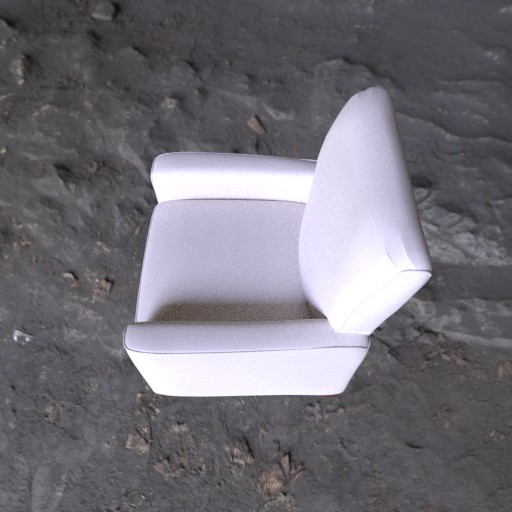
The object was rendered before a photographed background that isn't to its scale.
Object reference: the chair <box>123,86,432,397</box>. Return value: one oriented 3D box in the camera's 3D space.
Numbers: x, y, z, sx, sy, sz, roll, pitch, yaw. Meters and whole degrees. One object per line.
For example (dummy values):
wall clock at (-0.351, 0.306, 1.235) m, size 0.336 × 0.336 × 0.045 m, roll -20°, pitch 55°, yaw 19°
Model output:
chair at (0.000, 0.000, 1.615) m, size 0.858 × 1.028 × 0.841 m, roll 0°, pitch 58°, yaw 0°
